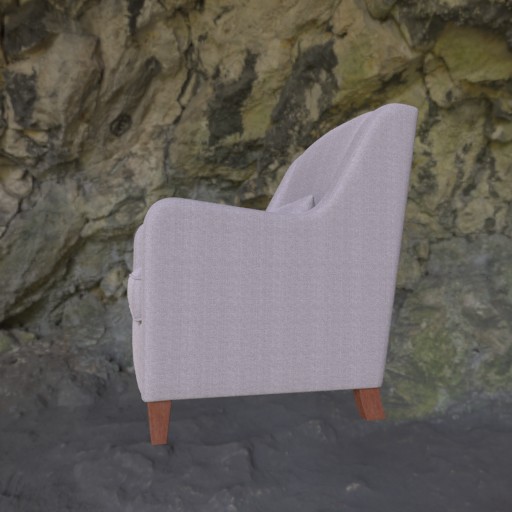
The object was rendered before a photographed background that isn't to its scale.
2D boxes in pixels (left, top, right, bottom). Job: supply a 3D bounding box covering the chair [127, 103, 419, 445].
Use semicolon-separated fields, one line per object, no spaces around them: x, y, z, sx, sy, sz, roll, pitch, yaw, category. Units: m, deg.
0.000;0.000;1.612;0.890;1.017;0.715;0;-2;-17;chair
